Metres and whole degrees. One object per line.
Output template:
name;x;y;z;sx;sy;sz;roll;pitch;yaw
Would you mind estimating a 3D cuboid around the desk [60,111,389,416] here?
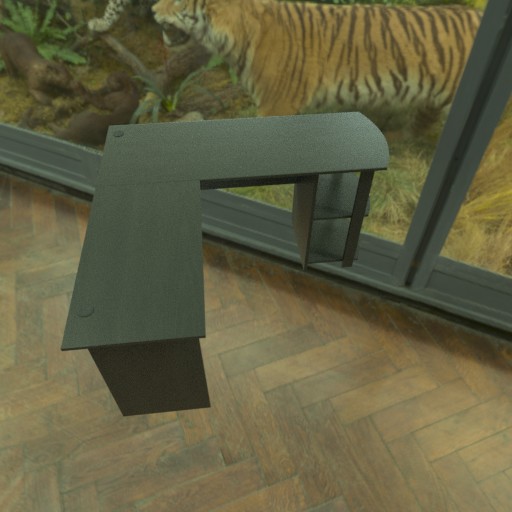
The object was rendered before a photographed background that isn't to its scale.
desk;0.000;0.000;2.124;1.361;0.716;1.303;-5;47;-4
